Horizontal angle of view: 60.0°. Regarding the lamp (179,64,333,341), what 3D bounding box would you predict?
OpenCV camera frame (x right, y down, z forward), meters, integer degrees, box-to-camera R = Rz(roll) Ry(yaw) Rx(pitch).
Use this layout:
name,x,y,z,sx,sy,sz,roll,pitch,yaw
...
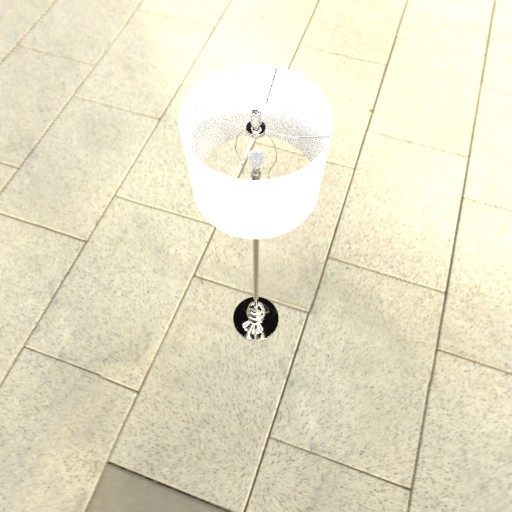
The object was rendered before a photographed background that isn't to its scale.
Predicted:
name,x,y,z,sx,sy,sz,roll,pitch,yaw
lamp,0.000,0.000,1.668,0.356,1.487,0.356,15,65,8
